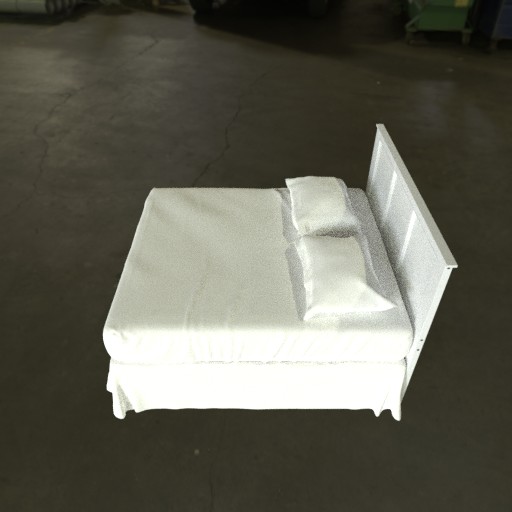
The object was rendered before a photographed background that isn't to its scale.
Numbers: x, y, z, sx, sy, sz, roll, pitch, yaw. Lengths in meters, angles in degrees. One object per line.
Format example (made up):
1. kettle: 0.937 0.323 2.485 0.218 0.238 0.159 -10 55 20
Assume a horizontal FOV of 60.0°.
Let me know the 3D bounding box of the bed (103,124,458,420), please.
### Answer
1. bed: 0.000 0.000 3.190 2.047 1.269 1.876 0 40 0
